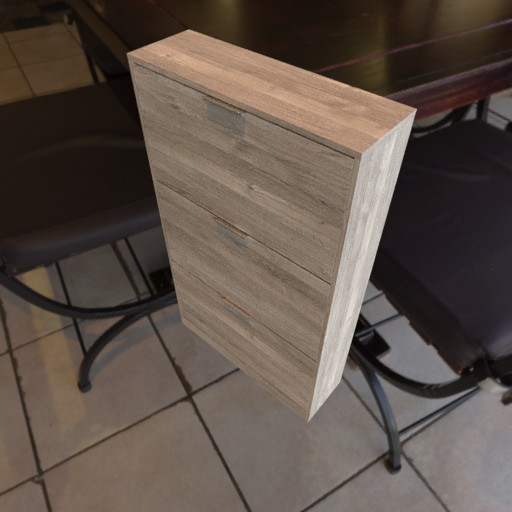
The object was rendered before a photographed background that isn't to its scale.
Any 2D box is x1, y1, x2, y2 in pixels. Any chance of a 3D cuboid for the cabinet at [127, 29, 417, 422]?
[{"bbox_3d":[0.000,0.000,1.573,0.750,1.280,0.250,32,54,27],"label":"cabinet"}]
